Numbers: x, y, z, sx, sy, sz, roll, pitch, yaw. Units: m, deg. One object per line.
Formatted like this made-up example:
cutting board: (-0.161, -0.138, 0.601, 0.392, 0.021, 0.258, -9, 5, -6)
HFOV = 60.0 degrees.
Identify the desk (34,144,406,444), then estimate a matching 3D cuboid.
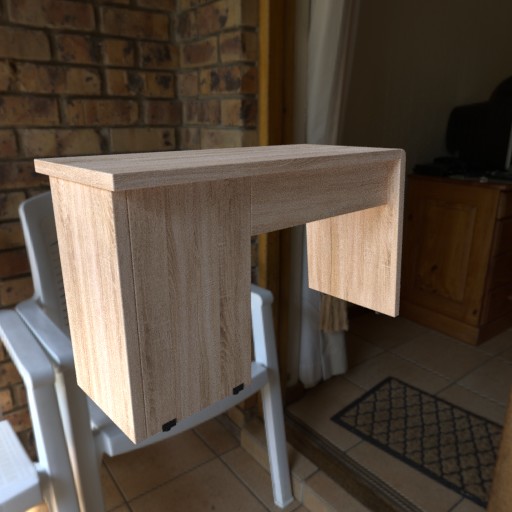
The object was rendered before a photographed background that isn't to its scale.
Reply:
desk: (0.000, 0.000, 1.646, 1.300, 0.750, 0.500, -15, 23, -41)
